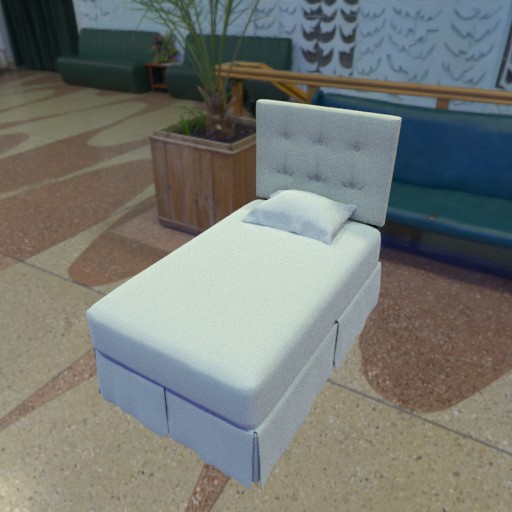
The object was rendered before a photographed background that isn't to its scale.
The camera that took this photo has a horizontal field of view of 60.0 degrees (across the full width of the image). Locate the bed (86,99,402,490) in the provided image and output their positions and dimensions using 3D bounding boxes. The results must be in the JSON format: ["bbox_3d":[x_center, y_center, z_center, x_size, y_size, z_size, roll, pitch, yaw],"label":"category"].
[{"bbox_3d":[0.000,0.000,2.952,1.261,1.571,1.997,18,35,27],"label":"bed"}]
